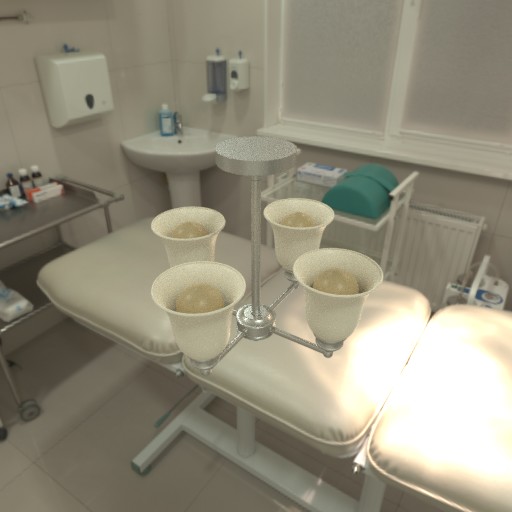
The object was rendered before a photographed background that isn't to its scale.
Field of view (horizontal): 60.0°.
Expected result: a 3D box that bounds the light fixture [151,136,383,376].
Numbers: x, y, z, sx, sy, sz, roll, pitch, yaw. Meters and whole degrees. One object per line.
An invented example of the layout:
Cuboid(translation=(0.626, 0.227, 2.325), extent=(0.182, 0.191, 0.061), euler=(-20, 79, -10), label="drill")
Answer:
Cuboid(translation=(0.000, 0.000, 0.746), extent=(0.427, 0.370, 0.427), euler=(19, 35, 28), label="light fixture")
